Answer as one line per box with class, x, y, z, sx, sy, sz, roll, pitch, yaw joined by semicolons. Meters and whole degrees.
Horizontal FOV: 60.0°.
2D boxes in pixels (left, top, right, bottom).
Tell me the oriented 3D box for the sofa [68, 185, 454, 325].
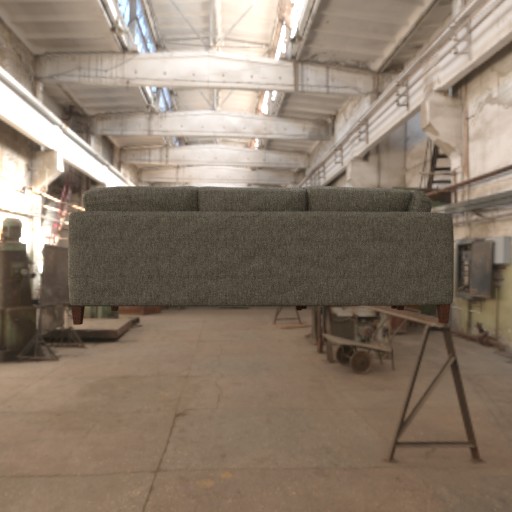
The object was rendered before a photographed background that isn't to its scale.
sofa;0.000;0.000;4.540;2.593;0.947;3.302;0;-1;-2
